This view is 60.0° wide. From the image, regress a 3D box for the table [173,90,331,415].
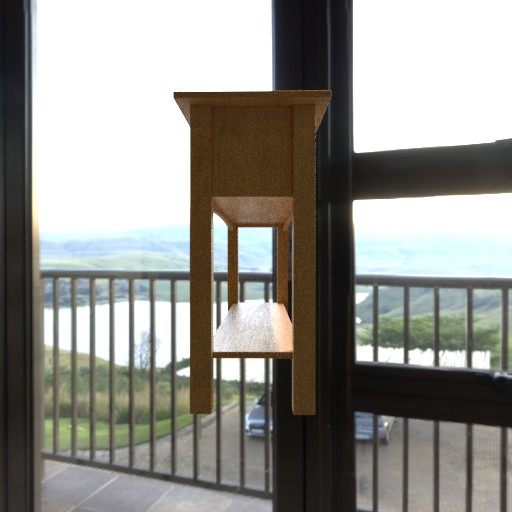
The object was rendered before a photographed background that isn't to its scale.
[{"bbox_3d":[0.000,0.000,1.597,0.350,0.730,1.240,0,0,1],"label":"table"}]
